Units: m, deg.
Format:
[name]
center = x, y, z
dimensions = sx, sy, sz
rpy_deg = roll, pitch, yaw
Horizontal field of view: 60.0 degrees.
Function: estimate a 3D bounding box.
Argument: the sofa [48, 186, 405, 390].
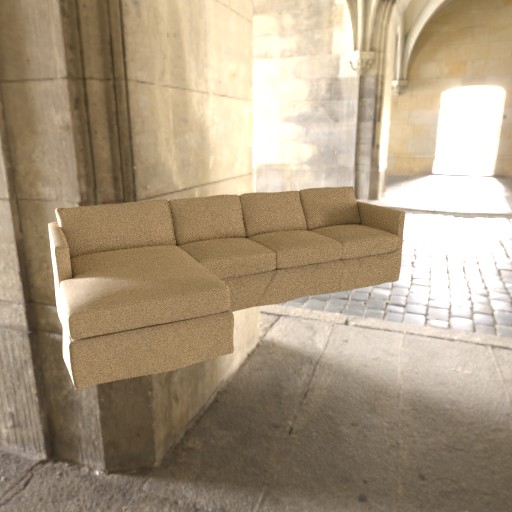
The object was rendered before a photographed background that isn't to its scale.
[sofa]
center = 0.000, 0.000, 3.818
dimensions = 3.205, 0.922, 1.650
rpy_deg = -8, 17, -25
